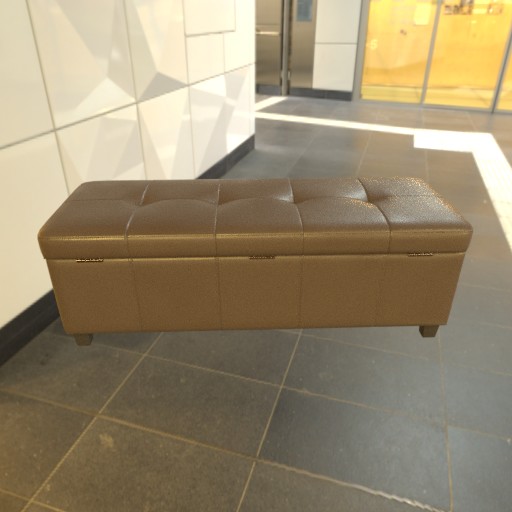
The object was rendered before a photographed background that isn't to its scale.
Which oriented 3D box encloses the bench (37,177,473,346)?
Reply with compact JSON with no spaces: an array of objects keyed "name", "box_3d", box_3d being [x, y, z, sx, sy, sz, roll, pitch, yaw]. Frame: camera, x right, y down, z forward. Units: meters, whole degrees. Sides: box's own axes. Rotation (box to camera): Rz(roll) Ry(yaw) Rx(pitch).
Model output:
[{"name":"bench","box_3d":[0.000,0.000,1.486,1.219,0.417,0.450,-1,29,-2]}]
